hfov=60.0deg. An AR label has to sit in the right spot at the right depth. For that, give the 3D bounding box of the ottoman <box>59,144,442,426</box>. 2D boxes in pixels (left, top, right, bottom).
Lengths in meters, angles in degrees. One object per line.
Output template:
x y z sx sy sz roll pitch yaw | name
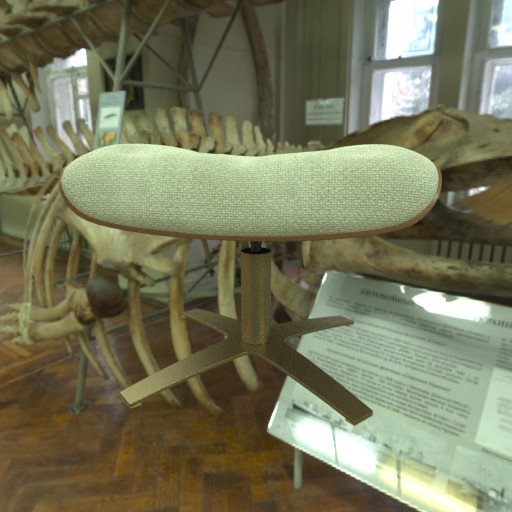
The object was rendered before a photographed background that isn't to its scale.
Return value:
0.000 0.000 0.794 0.520 0.391 0.394 2 15 7 | ottoman
